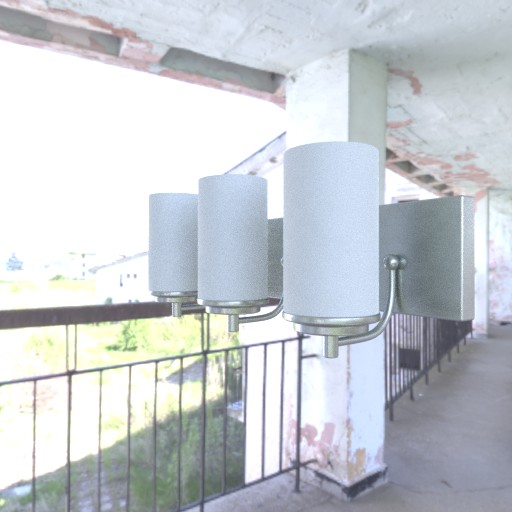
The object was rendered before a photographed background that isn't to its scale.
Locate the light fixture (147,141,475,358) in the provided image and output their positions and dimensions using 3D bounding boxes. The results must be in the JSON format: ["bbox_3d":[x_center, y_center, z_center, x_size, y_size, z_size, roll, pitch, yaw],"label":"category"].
[{"bbox_3d":[0.000,0.000,0.523,0.145,0.172,0.451,0,0,-34],"label":"light fixture"}]
